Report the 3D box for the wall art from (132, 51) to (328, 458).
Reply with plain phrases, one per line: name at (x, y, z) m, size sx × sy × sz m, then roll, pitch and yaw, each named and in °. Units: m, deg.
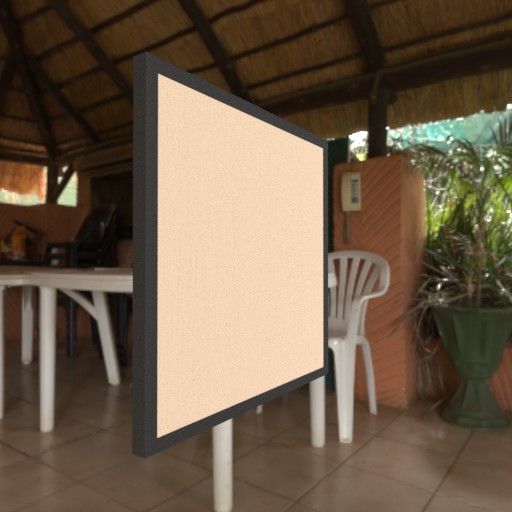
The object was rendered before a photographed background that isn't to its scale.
wall art at (0.000, 0.000, 0.460) m, size 0.015 × 0.304 × 0.306 m, roll 0°, pitch -1°, yaw 35°
